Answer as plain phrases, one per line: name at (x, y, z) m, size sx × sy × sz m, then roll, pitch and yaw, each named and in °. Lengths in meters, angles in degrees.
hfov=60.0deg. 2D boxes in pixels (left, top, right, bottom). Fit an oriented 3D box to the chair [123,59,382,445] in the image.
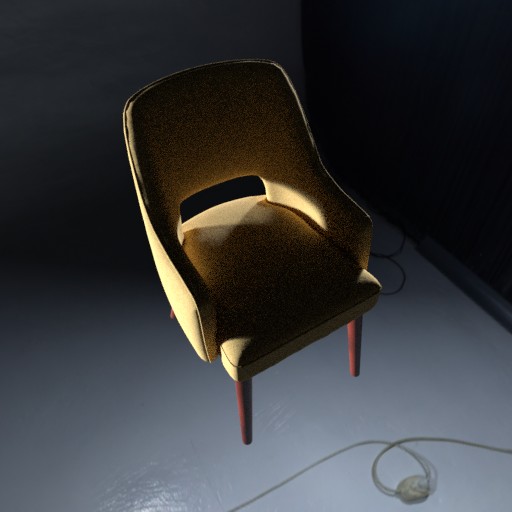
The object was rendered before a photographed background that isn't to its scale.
chair at (0.000, 0.000, 1.247) m, size 0.548 × 0.849 × 0.605 m, roll -24°, pitch 52°, yaw -21°
